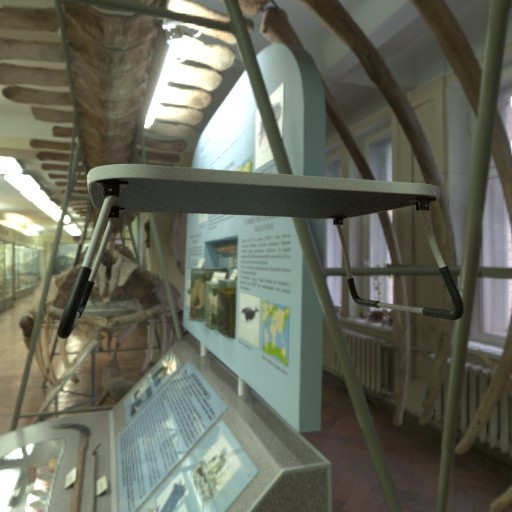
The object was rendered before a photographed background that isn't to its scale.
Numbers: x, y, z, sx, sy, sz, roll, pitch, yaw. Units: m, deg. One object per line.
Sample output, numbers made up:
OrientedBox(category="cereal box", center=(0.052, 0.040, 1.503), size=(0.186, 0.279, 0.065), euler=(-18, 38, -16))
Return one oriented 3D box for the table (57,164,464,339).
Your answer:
OrientedBox(category="table", center=(0.000, 0.000, 0.844), size=(0.660, 0.232, 0.400), euler=(0, -1, -18))
